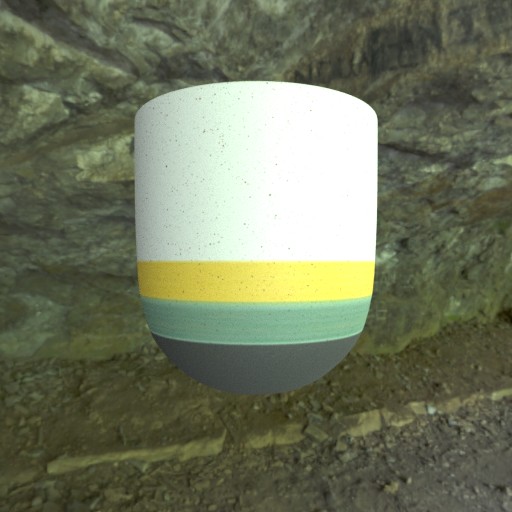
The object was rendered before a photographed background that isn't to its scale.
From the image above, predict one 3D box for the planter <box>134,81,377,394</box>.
[{"bbox_3d":[0.000,0.000,0.368,0.195,0.214,0.195,0,-1,0],"label":"planter"}]
